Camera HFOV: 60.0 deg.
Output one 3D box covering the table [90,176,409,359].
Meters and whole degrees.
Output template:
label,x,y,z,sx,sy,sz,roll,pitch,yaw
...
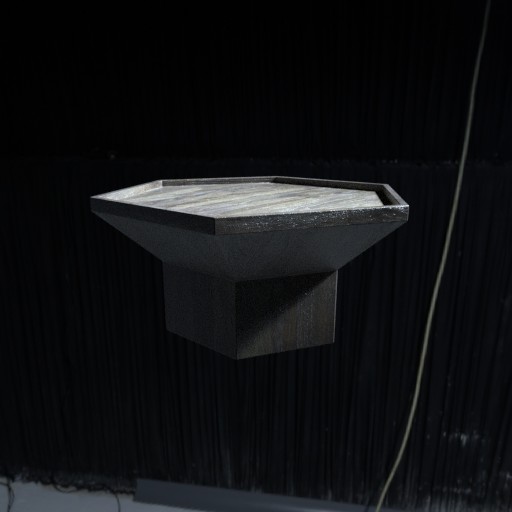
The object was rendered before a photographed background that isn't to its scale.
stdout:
label,x,y,z,sx,sy,sz,roll,pitch,yaw
table,0.000,0.000,1.645,0.966,0.488,1.115,3,15,10
